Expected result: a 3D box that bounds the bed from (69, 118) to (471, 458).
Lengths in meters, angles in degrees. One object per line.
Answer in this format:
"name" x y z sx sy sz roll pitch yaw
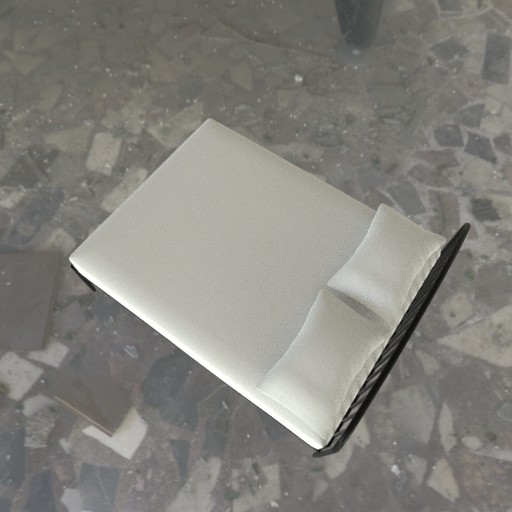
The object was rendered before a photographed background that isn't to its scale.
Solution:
"bed" 0.000 0.000 3.106 2.159 1.166 1.618 33 68 15
